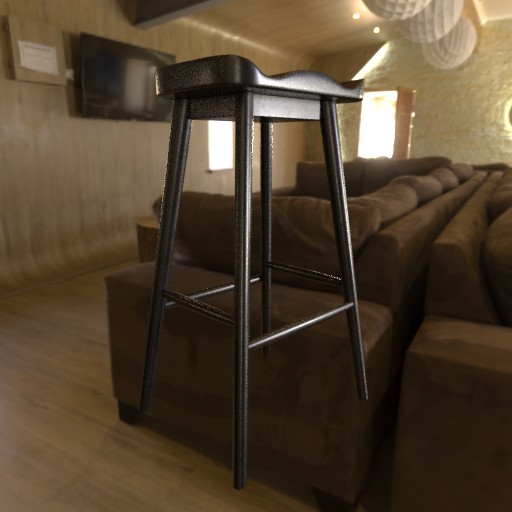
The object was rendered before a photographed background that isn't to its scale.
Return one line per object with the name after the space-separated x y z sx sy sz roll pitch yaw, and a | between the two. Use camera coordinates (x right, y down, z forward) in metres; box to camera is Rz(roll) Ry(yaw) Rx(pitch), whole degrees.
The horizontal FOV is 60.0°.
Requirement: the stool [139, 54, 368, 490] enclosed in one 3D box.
0.000 0.000 0.986 0.440 0.749 0.361 -14 19 -43 | stool
